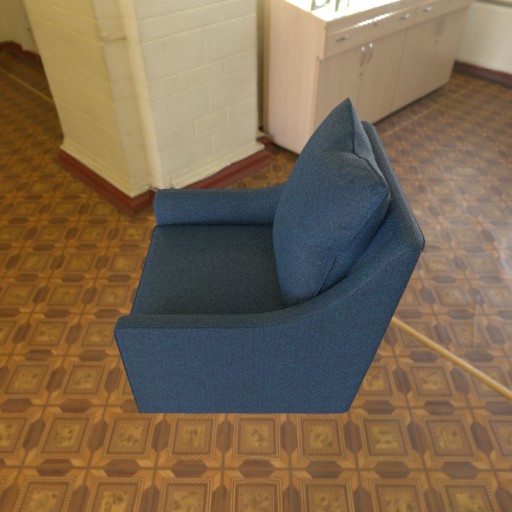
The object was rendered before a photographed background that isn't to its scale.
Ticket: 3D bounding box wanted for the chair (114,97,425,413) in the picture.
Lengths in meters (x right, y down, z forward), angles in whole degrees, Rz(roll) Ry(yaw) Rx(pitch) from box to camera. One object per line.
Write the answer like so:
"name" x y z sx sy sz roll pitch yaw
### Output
"chair" 0.000 0.000 1.611 0.870 0.939 0.750 0 41 0
